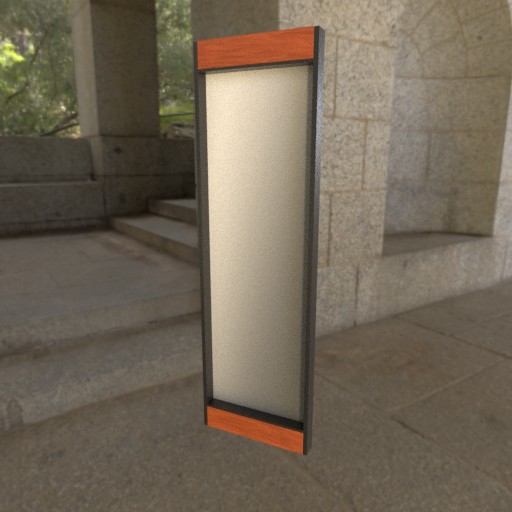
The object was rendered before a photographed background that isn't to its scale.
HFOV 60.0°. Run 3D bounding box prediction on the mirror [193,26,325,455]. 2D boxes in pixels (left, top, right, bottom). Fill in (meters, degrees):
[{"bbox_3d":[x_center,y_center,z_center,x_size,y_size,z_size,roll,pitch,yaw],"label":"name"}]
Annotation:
[{"bbox_3d":[0.000,0.000,1.228,0.343,1.123,0.047,6,14,25],"label":"mirror"}]
